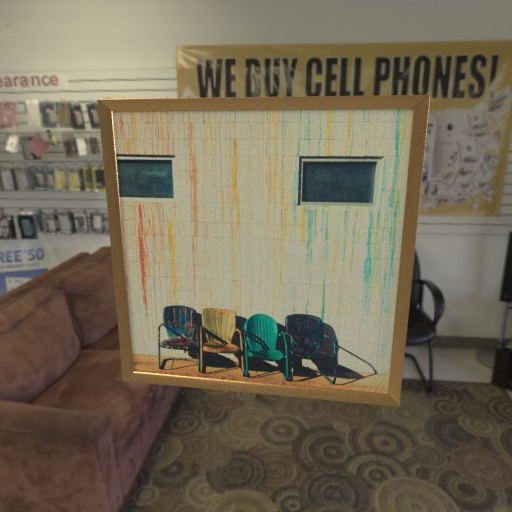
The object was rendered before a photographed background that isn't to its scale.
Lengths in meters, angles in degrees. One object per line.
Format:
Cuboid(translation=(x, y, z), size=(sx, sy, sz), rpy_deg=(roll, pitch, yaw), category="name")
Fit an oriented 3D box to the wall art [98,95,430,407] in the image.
Cuboid(translation=(0.000, 0.000, 0.750), size=(0.505, 0.505, 0.037), rpy_deg=(3, 16, 9), category="wall art")
